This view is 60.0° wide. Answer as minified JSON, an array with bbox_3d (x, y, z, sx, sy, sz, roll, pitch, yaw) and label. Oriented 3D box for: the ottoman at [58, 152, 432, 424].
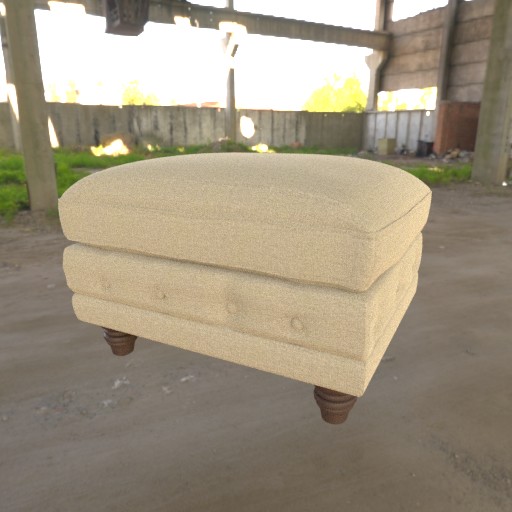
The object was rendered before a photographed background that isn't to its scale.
[{"bbox_3d":[0.000,0.000,1.027,0.684,0.463,0.541,9,18,27],"label":"ottoman"}]
